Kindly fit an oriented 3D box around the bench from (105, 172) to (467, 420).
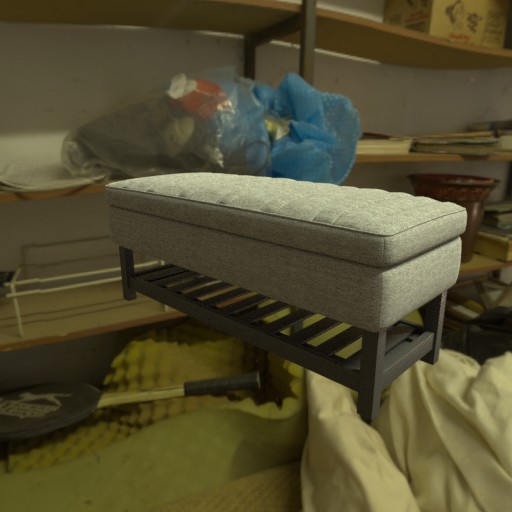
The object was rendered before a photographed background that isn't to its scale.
[{"bbox_3d":[0.000,0.000,1.374,1.100,0.470,0.429,15,22,42],"label":"bench"}]
